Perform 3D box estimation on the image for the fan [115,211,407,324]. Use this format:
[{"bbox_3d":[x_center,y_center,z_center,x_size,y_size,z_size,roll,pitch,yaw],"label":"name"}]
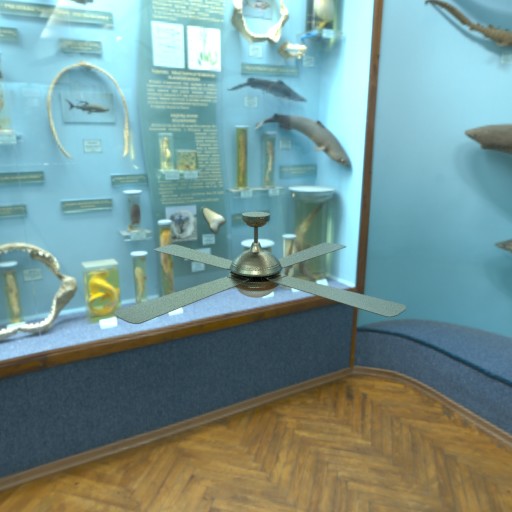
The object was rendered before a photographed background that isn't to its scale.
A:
[{"bbox_3d":[0.000,0.000,1.992,1.321,0.381,1.321,-8,18,-27],"label":"fan"}]
